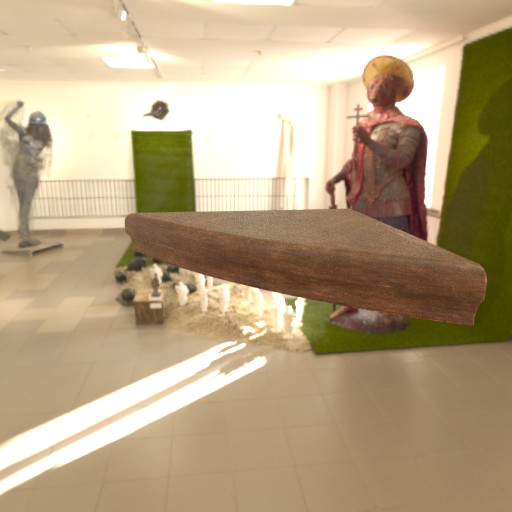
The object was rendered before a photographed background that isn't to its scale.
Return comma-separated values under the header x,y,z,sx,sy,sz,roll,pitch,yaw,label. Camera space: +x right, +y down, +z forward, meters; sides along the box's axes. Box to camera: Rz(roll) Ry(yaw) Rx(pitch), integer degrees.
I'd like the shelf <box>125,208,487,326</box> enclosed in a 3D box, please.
x,y,z,sx,sy,sz,roll,pitch,yaw,label
0.000,0.000,0.463,0.310,0.050,0.310,-2,14,-7,shelf
